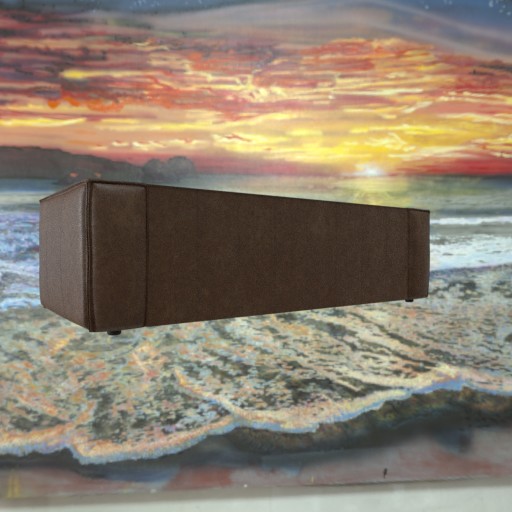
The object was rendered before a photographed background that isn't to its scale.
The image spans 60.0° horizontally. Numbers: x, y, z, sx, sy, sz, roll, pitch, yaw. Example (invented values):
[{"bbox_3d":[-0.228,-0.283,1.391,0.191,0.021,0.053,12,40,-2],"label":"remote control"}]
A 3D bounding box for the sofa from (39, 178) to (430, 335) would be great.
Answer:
[{"bbox_3d":[0.000,0.000,3.037,2.581,0.701,1.102,0,1,-36],"label":"sofa"}]
